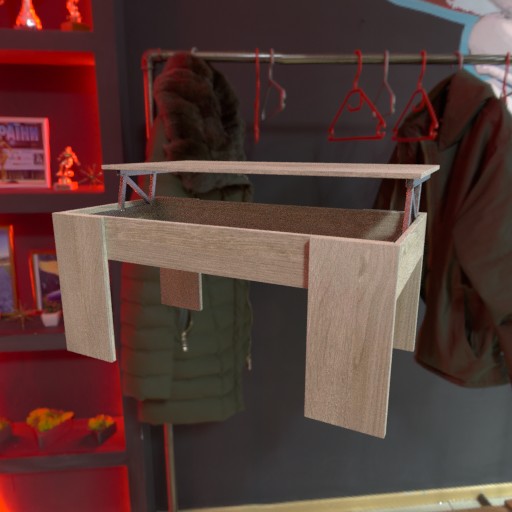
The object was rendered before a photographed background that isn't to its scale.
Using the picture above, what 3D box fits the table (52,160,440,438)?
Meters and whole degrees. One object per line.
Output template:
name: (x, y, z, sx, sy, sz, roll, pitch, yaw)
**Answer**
table: (0.000, 0.000, 1.438, 1.000, 0.570, 0.711, 7, 16, 26)
